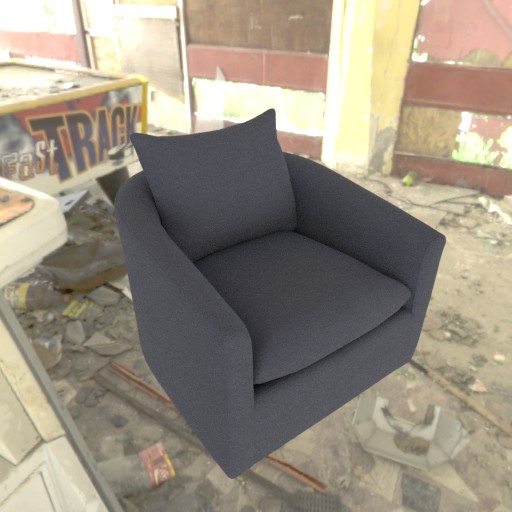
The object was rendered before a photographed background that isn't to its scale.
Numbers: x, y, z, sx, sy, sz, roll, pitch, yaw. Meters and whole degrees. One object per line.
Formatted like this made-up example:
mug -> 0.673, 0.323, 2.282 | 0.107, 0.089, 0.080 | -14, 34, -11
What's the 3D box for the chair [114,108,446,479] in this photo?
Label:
chair -> 0.000, 0.000, 1.558 | 0.845, 0.848, 0.910 | -20, 36, -31
